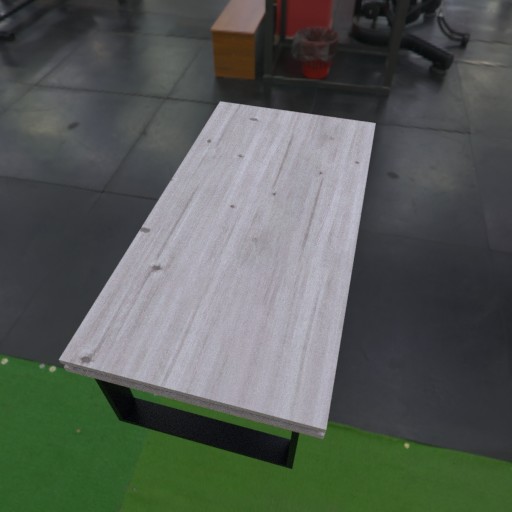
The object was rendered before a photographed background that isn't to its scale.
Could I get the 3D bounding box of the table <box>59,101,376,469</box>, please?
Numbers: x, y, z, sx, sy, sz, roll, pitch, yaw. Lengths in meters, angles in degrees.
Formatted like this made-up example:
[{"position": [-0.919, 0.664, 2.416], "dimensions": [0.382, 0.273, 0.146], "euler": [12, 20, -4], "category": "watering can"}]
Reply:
[{"position": [0.000, 0.000, 1.693], "dimensions": [0.700, 0.450, 1.350], "euler": [11, 49, 10], "category": "table"}]
